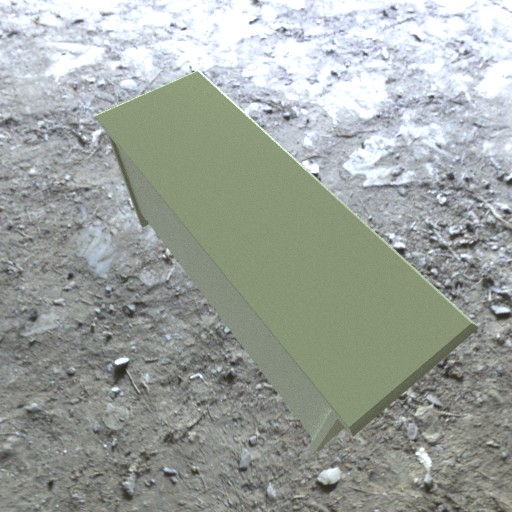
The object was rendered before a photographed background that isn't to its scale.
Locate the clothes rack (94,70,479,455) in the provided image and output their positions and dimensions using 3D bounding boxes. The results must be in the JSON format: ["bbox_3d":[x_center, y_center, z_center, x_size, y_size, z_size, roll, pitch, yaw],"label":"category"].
[{"bbox_3d":[0.000,0.000,1.465,0.405,0.558,1.218,-32,63,-19],"label":"clothes rack"}]
